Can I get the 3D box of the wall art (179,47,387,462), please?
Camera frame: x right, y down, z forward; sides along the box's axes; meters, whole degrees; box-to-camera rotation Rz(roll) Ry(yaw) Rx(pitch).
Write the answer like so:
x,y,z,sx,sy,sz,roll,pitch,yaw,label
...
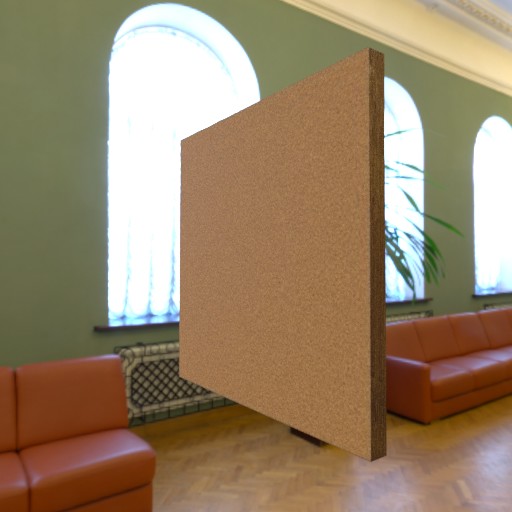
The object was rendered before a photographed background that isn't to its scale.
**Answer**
x,y,z,sx,sy,sz,roll,pitch,yaw,label
0.000,0.000,0.898,0.042,0.608,0.611,0,-1,-37,wall art
